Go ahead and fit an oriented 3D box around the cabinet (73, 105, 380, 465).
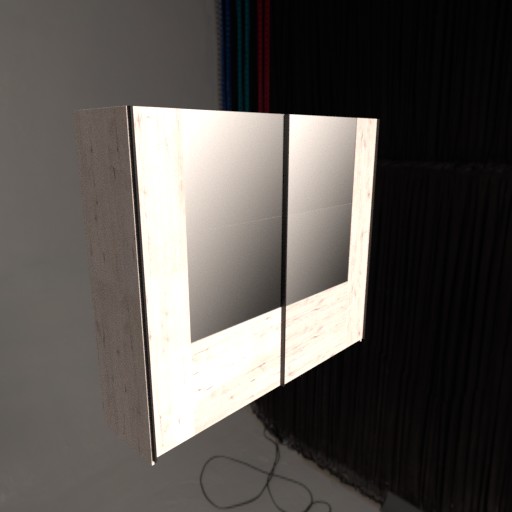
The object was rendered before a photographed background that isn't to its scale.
[{"bbox_3d":[0.000,0.000,3.607,0.660,2.180,2.500,14,21,42],"label":"cabinet"}]
